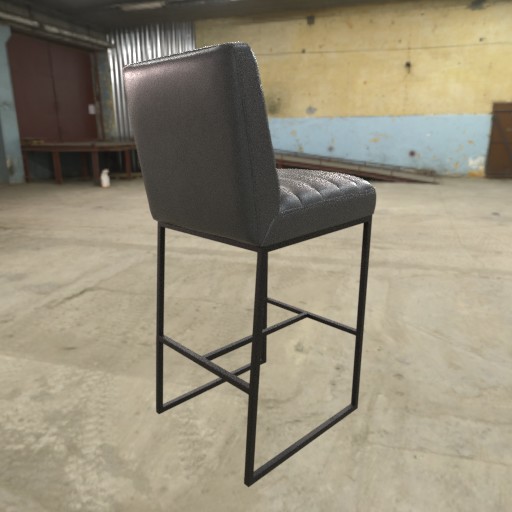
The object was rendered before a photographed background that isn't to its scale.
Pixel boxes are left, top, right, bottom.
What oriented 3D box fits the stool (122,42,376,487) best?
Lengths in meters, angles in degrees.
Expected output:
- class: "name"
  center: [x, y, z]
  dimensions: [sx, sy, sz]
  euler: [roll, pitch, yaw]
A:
- class: "stool"
  center: [0.000, 0.000, 1.294]
  dimensions: [0.552, 1.040, 0.457]
  euler: [-14, 21, -42]
